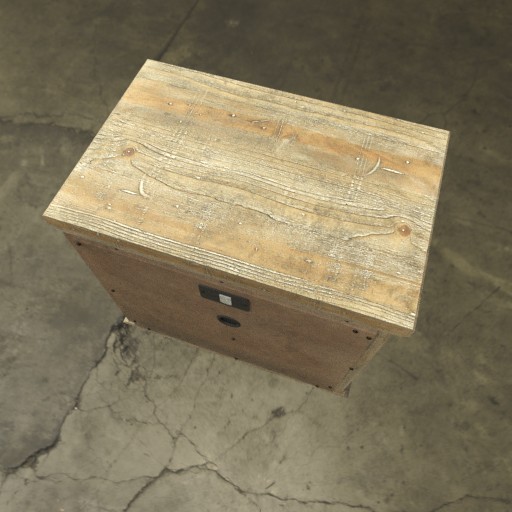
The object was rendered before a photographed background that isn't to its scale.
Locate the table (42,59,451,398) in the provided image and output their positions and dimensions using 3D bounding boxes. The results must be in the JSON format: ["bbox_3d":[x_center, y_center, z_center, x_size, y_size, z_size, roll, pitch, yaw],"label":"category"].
[{"bbox_3d":[0.000,0.000,1.167,0.686,0.711,0.457,17,63,9],"label":"table"}]
